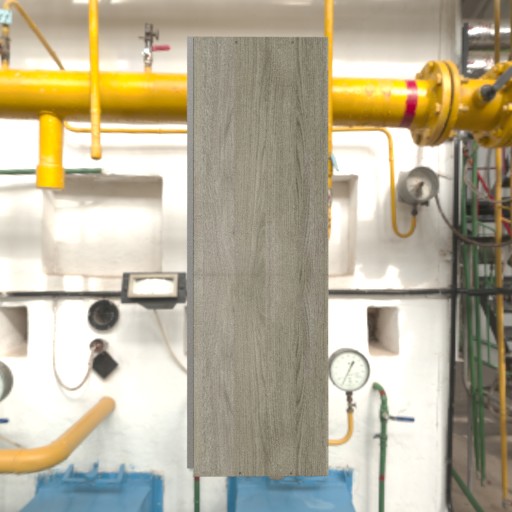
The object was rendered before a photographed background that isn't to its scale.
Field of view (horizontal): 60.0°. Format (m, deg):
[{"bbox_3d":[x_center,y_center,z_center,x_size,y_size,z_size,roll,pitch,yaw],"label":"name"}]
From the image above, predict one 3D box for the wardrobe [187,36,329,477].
[{"bbox_3d":[0.000,0.000,2.859,0.629,1.960,1.780,0,0,-1],"label":"wardrobe"}]
